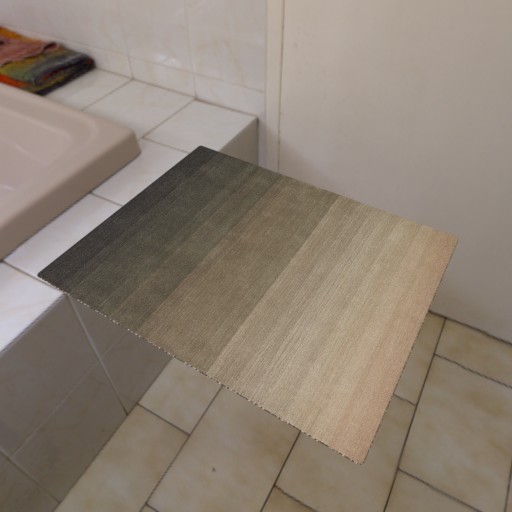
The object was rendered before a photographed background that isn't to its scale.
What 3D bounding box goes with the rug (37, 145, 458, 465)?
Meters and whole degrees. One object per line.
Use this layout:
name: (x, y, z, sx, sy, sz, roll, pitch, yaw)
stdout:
rug: (0.000, 0.000, 3.846, 2.902, 0.017, 2.305, 24, 51, 21)
